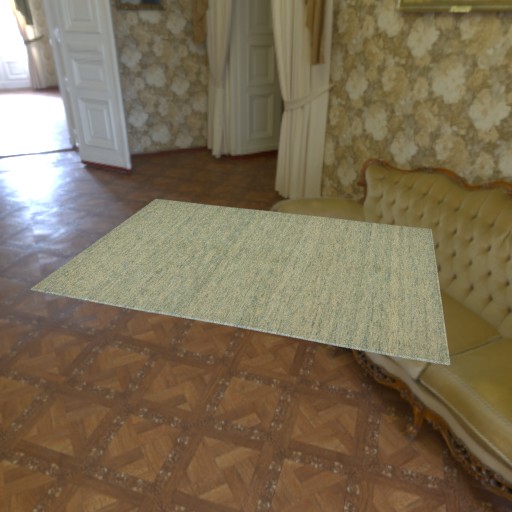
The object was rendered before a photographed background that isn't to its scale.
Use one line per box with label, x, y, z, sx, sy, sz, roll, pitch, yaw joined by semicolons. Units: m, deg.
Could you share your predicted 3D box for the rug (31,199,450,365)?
rug;0.000;0.000;2.943;2.283;0.013;1.547;8;29;14
